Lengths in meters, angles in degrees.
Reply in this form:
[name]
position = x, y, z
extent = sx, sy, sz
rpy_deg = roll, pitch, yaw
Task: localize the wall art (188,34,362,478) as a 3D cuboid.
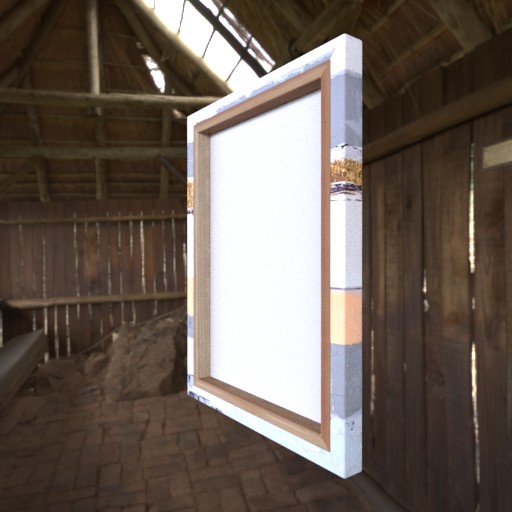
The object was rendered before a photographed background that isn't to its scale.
[wall art]
position = 0.000, 0.000, 0.798
extent = 0.038, 0.609, 0.456
rpy_deg = 0, 0, -37
